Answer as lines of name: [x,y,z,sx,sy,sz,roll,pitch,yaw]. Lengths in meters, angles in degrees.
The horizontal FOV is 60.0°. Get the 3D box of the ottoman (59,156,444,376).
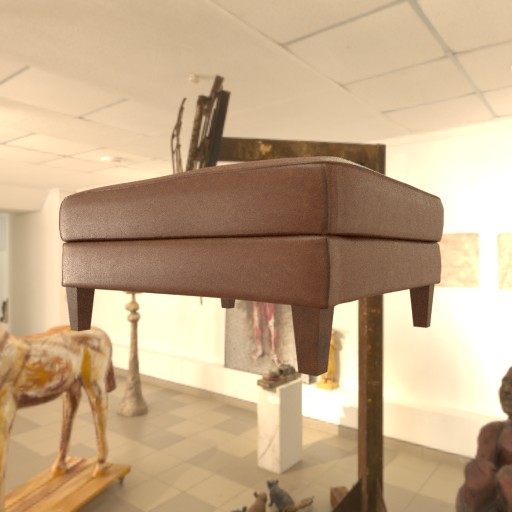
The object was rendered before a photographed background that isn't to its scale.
ottoman: [0.000,0.000,1.452,0.987,0.472,0.836,0,0,37]
